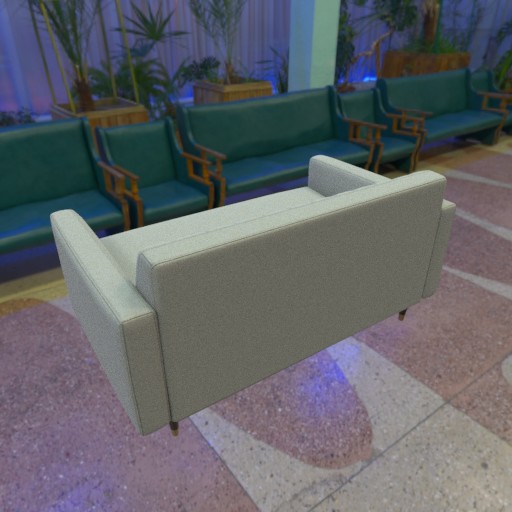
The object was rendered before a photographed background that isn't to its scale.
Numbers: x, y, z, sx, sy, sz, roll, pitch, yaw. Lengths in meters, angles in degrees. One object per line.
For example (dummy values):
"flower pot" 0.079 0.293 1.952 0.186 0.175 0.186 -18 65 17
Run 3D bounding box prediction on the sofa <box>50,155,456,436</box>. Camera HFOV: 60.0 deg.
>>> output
"sofa" 0.000 0.000 2.087 1.585 0.801 0.950 -18 34 -29
